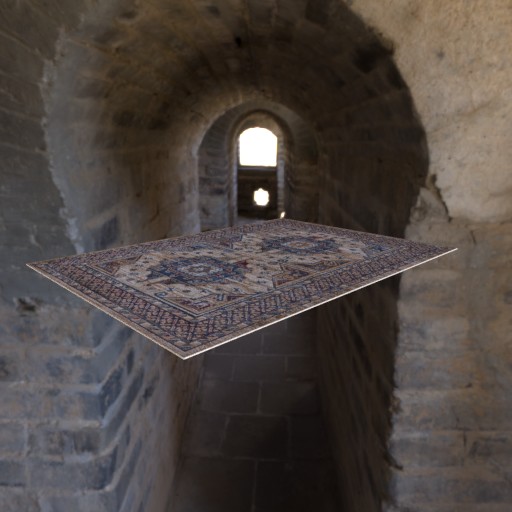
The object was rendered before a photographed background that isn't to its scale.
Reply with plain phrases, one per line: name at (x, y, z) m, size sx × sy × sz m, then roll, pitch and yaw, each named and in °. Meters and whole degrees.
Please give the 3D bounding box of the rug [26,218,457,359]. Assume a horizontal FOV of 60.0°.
rug at (0.000, 0.000, 2.805) m, size 2.227 × 0.008 × 1.611 m, roll -14°, pitch 20°, yaw -42°
